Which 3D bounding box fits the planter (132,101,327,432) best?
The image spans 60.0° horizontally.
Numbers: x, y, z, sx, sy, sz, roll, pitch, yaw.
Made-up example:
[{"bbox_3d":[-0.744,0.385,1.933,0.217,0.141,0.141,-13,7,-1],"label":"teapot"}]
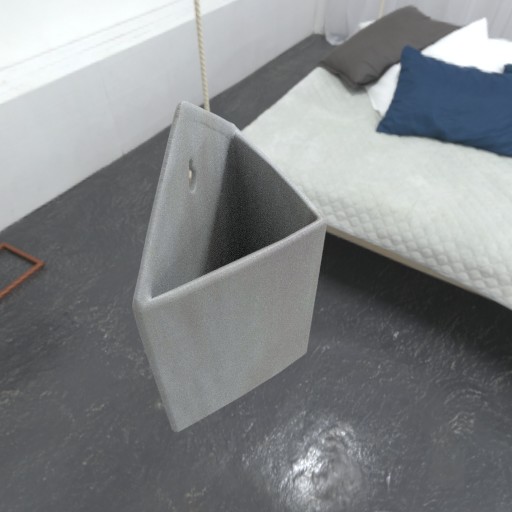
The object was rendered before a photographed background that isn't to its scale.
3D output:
[{"bbox_3d":[0.000,0.000,0.274,0.080,0.194,0.163,10,47,9],"label":"planter"}]
